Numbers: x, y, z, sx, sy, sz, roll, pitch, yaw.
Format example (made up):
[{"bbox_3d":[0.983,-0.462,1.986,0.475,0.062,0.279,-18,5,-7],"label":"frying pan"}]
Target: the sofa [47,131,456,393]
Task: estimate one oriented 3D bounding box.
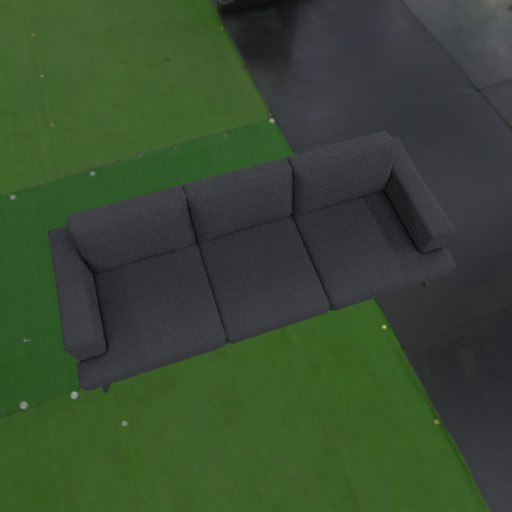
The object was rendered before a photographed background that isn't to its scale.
[{"bbox_3d":[0.000,0.000,2.729,2.310,0.810,0.920,-17,64,-8],"label":"sofa"}]
